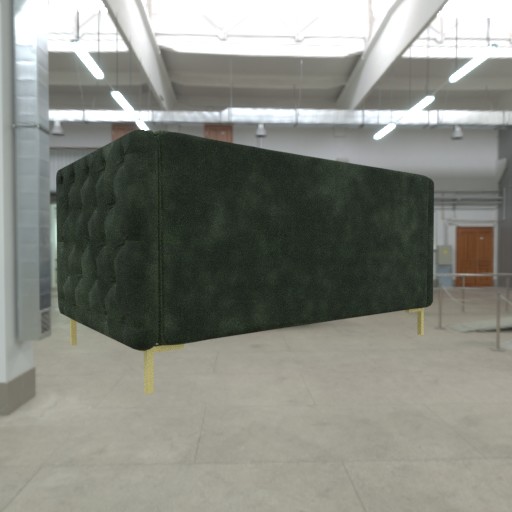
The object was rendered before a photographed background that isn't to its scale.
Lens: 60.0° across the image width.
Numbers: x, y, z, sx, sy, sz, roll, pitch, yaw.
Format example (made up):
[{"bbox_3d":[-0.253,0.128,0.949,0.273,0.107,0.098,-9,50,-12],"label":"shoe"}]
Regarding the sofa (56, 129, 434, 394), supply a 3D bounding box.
[{"bbox_3d":[0.000,0.000,2.025,1.537,0.768,0.895,-1,2,-37],"label":"sofa"}]
